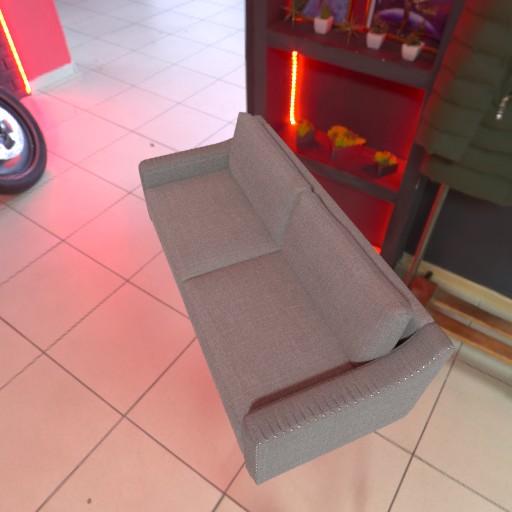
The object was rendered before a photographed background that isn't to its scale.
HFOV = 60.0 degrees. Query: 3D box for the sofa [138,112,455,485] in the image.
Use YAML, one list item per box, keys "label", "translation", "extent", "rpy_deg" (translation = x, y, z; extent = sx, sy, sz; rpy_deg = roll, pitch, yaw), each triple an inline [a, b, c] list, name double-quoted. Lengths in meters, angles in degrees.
- label: "sofa"
  translation: [0.000, 0.000, 2.721]
  extent: [1.000, 0.857, 2.208]
  rpy_deg: [-17, 49, -16]
